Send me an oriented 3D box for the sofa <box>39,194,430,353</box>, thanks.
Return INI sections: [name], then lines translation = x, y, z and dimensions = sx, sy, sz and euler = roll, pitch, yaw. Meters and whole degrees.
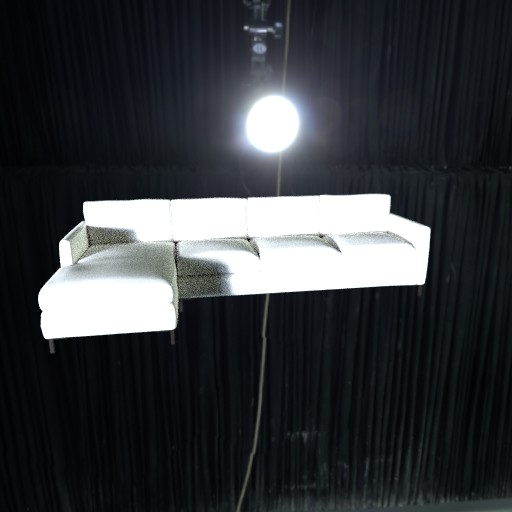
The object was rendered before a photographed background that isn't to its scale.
[sofa]
translation = 0.000, 0.000, 3.843
dimensions = 3.186, 0.875, 1.467
euler = -3, 15, -10
